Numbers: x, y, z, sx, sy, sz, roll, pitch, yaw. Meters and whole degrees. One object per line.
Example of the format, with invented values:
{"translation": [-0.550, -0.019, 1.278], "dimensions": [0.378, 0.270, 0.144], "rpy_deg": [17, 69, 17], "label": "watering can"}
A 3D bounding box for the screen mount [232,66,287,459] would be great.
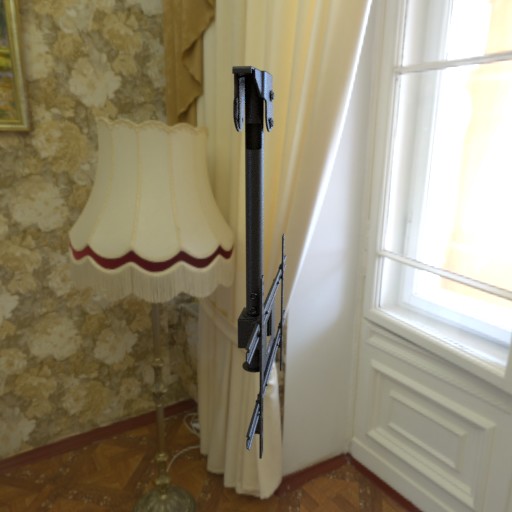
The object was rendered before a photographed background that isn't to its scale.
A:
{"translation": [0.000, 0.000, 1.017], "dimensions": [0.090, 0.775, 0.595], "rpy_deg": [3, 16, 9], "label": "screen mount"}
